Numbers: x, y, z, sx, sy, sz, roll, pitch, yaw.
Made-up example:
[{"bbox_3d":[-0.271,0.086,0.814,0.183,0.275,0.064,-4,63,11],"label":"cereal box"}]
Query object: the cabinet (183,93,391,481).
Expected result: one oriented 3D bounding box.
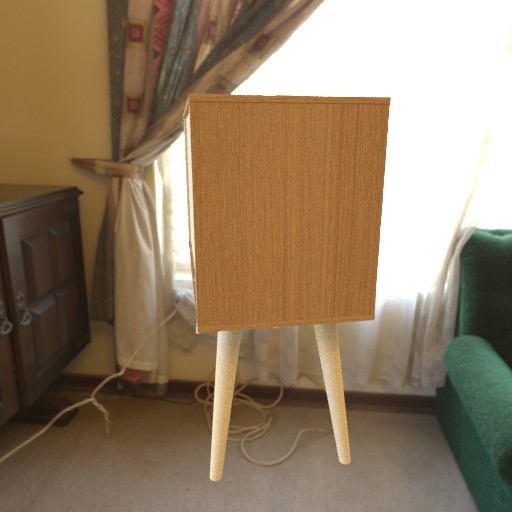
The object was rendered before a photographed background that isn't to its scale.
[{"bbox_3d":[0.000,0.000,1.611,0.470,1.016,1.057,-3,15,-9],"label":"cabinet"}]
